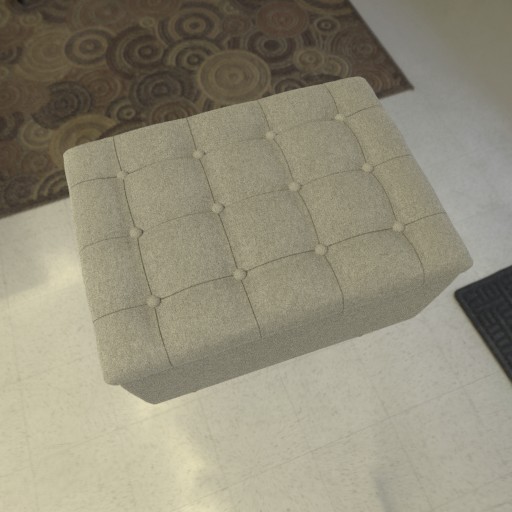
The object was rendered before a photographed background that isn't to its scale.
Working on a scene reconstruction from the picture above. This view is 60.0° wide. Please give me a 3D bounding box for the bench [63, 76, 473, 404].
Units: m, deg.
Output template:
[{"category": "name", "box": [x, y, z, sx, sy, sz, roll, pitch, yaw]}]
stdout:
[{"category": "bench", "box": [0.000, 0.000, 0.892, 0.572, 0.469, 0.417, -17, 66, -8]}]
